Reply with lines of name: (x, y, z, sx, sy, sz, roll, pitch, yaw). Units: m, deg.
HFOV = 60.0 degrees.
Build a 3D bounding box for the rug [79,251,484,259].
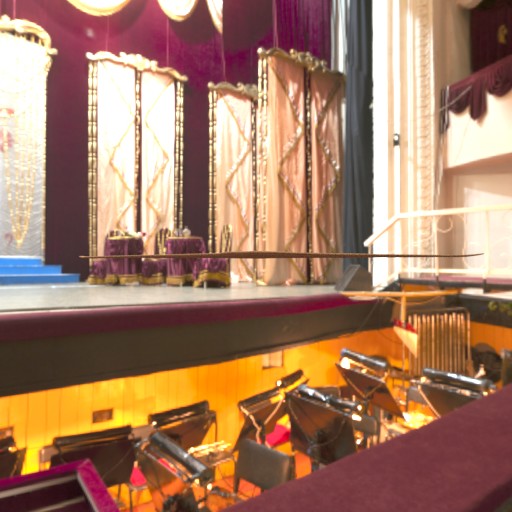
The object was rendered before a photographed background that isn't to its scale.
rug: (0.000, 0.000, 3.931, 2.277, 0.035, 2.897, 0, -1, -36)
